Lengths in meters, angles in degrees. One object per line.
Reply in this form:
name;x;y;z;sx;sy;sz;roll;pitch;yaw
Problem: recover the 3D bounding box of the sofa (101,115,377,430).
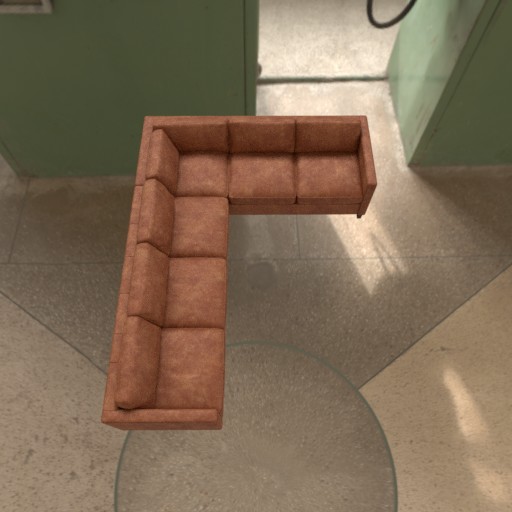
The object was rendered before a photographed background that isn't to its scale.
sofa;0.000;0.000;4.361;2.438;0.838;3.167;0;63;0
